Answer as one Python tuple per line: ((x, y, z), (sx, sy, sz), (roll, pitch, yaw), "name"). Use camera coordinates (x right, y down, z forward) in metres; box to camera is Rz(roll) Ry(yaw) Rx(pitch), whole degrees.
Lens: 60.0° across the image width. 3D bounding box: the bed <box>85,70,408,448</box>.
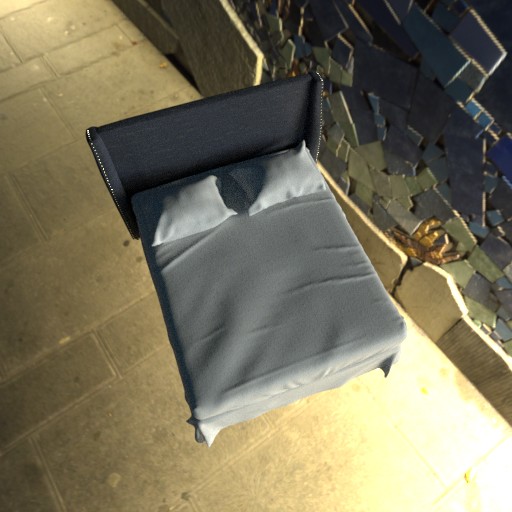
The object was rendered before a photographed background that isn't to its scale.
((0.000, 0.000, 3.523), (1.925, 1.332, 2.276), (-18, 63, -10), "bed")
